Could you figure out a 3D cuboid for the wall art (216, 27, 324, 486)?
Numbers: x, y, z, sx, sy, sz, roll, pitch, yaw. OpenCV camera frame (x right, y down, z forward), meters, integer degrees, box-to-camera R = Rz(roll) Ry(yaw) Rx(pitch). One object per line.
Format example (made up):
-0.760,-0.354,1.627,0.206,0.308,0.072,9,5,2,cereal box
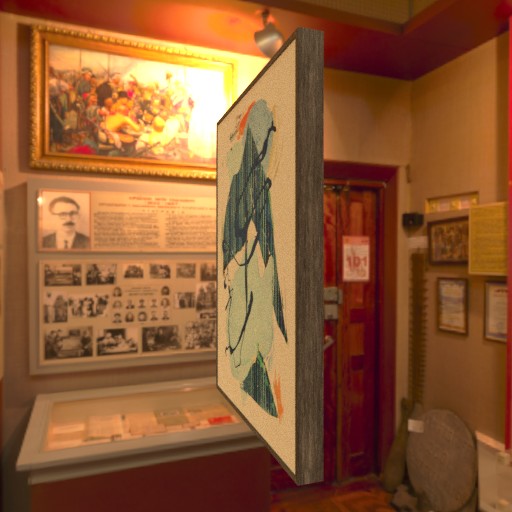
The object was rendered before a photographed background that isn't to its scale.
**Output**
0.000,0.000,1.351,0.063,1.016,0.762,0,0,-19,wall art
